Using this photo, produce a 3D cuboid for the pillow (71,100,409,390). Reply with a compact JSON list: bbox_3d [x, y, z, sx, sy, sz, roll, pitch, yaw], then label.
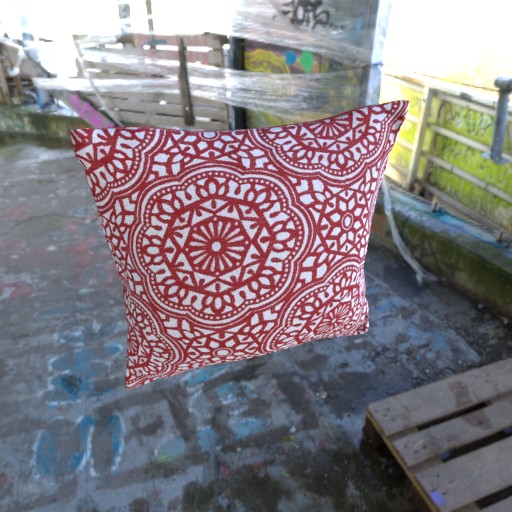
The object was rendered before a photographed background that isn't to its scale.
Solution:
[{"bbox_3d":[0.000,0.000,0.657,0.438,0.419,0.162,-10,34,-16],"label":"pillow"}]
